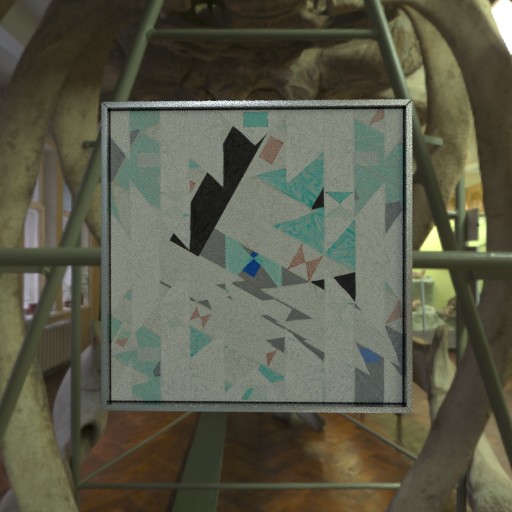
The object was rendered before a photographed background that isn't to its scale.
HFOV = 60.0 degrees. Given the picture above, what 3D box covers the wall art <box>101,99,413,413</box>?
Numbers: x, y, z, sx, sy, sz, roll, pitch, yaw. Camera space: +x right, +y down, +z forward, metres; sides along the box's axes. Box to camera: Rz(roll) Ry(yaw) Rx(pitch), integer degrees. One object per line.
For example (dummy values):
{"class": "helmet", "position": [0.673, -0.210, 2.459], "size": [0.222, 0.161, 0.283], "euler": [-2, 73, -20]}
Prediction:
{"class": "wall art", "position": [0.000, 0.000, 0.516], "size": [0.350, 0.350, 0.038], "euler": [0, 0, 1]}
